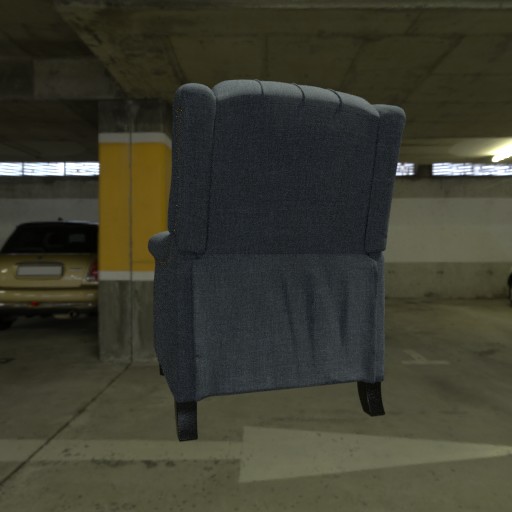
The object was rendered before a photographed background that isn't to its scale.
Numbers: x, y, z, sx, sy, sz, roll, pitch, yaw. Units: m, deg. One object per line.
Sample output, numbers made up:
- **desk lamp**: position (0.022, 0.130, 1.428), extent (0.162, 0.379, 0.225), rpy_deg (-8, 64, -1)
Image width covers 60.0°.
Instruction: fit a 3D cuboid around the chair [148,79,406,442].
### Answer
- **chair**: position (0.000, 0.000, 1.652), extent (0.742, 1.035, 0.898), rpy_deg (0, 1, -18)
